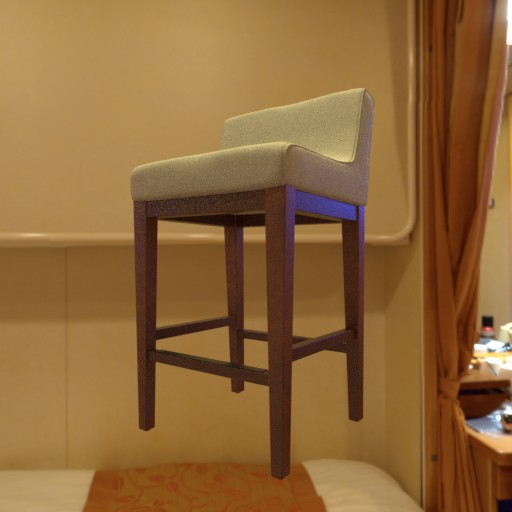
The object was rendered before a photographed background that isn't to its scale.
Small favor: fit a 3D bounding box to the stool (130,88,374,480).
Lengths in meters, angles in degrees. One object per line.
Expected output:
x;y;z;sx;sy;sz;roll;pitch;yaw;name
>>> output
0.000;0.000;1.235;0.511;0.937;0.500;0;1;36;stool
